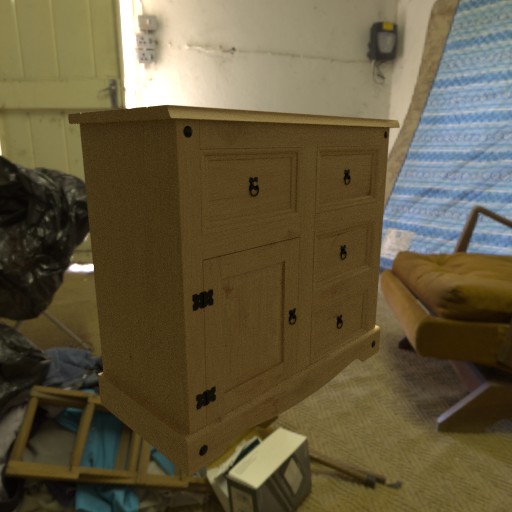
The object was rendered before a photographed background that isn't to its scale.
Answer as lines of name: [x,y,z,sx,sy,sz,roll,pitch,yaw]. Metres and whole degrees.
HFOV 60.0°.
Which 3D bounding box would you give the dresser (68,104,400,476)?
dresser: [0.000,0.000,1.397,0.440,0.835,0.915,14,20,42]
